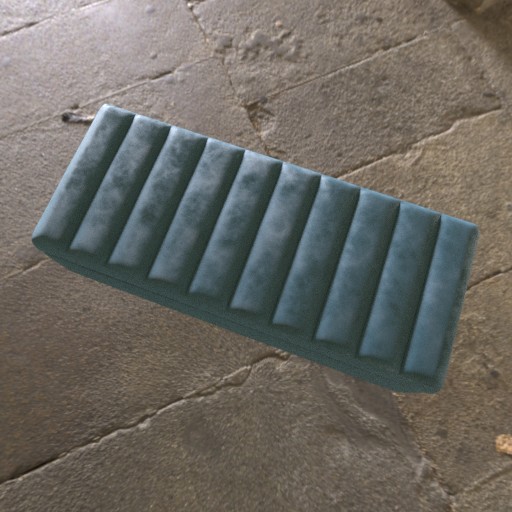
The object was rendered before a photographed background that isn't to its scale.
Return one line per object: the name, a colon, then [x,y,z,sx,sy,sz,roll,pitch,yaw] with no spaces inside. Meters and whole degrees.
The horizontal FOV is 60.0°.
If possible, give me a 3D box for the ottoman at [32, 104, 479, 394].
ottoman: [0.000,0.000,1.396,1.151,0.469,0.482,19,74,6]
